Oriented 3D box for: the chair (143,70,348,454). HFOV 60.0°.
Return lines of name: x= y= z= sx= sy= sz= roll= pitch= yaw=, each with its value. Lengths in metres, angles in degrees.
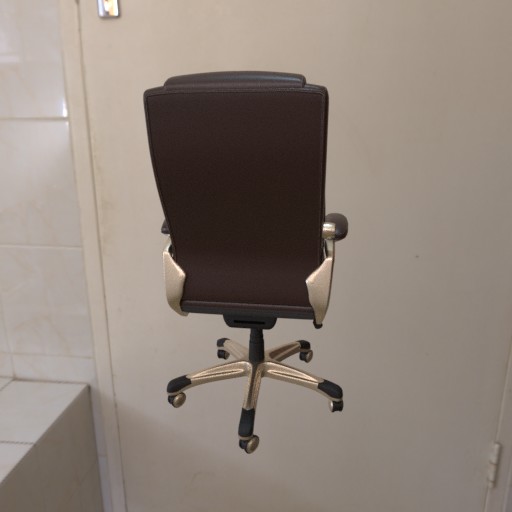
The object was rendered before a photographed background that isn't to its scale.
chair: x=0.000 y=0.000 z=1.645 sx=0.692 sy=1.194 sz=0.749 roll=2 pitch=15 yaw=8
